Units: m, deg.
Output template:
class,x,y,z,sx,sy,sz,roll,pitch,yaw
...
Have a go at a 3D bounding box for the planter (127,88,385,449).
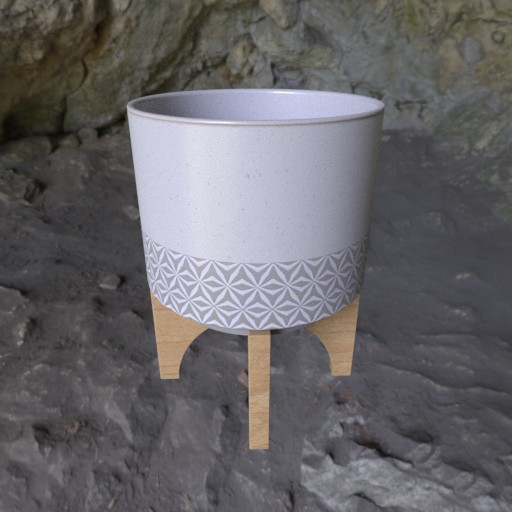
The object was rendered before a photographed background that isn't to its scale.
class,x,y,z,sx,sy,sz,roll,pitch,yaw
planter,0.000,0.000,0.390,0.188,0.260,0.188,0,26,0
